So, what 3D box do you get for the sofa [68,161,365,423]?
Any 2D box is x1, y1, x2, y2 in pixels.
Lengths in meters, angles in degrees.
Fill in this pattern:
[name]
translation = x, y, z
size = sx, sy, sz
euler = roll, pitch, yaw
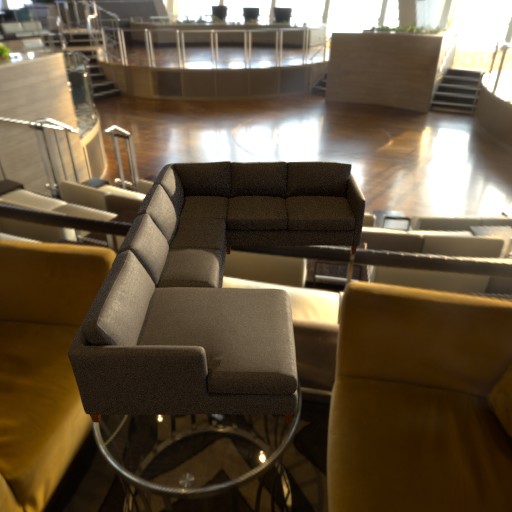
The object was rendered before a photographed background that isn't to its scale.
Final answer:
[sofa]
translation = 0.000, 0.000, 4.567
size = 2.594, 0.961, 3.460
euler = 0, 31, 0
